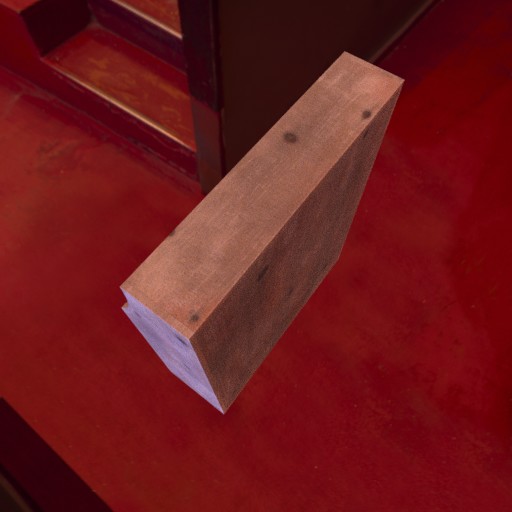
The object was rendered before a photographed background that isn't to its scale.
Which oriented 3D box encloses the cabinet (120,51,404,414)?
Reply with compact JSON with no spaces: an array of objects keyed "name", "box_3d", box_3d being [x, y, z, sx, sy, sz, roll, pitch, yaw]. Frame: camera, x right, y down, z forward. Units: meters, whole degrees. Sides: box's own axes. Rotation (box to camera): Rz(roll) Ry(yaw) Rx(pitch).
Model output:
[{"name":"cabinet","box_3d":[0.000,0.000,0.852,0.184,0.590,0.489,34,68,16]}]
